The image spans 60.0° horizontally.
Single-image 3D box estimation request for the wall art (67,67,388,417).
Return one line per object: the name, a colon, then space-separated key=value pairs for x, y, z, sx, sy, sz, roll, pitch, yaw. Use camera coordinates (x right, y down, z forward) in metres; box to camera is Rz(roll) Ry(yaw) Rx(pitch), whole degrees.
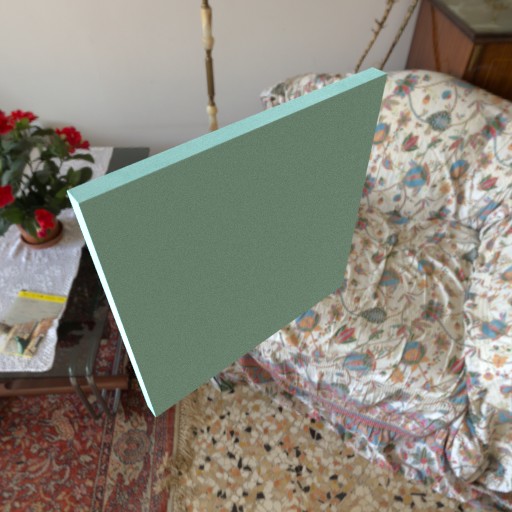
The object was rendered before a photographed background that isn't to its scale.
wall art: x=0.000 y=0.000 z=0.910 sx=0.603 sy=0.603 sz=0.036 roll=-30 pitch=53 yaw=-26
